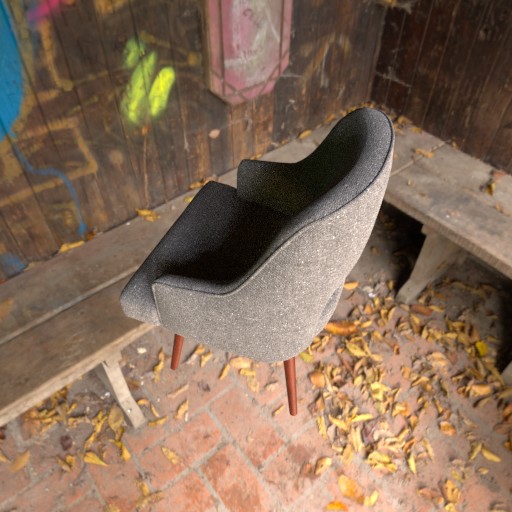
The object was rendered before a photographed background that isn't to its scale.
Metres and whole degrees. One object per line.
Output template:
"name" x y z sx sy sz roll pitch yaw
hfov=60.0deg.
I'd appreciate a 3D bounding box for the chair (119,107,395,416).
"chair" 0.000 0.000 1.329 0.629 0.875 0.608 16 49 15
